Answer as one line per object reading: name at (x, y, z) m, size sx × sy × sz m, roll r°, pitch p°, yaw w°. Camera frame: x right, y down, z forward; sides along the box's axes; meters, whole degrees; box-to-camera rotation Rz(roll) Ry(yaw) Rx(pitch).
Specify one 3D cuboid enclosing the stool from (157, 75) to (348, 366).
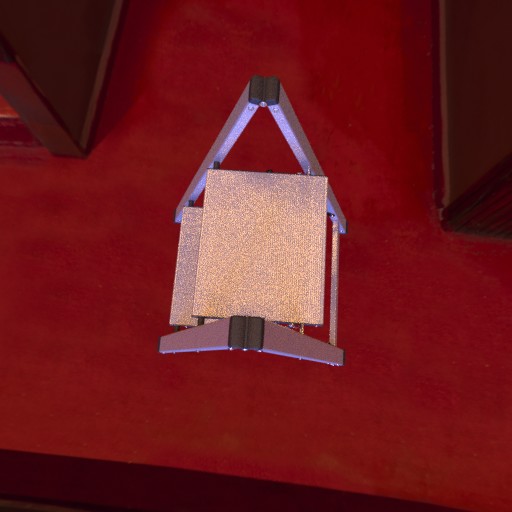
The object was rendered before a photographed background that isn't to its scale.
stool at (0.000, 0.000, 0.988) m, size 0.535 × 0.670 × 0.440 m, roll 4°, pitch 76°, yaw 1°
